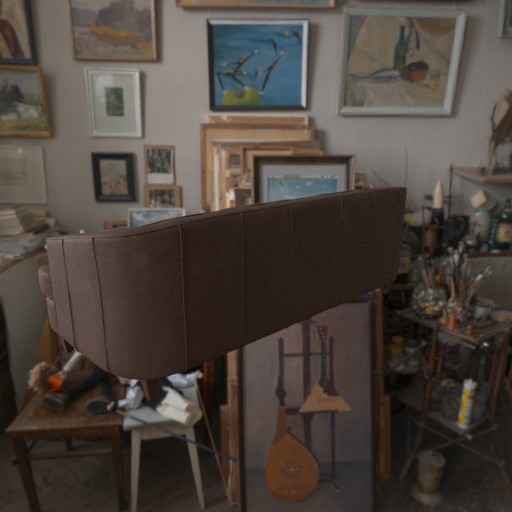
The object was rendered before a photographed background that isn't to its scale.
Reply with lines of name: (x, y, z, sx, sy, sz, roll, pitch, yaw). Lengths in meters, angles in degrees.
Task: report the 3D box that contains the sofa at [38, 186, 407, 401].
sofa: (0.000, 0.000, 2.669, 2.227, 0.787, 0.927, -14, 21, -42)
